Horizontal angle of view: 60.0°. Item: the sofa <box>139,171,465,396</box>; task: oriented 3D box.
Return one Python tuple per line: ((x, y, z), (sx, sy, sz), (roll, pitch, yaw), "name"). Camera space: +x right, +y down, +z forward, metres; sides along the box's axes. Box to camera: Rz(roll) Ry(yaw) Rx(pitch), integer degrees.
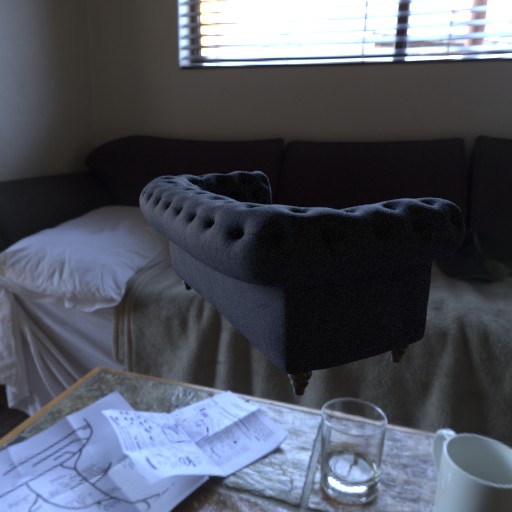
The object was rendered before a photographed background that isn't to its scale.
((0.000, 0.000, 2.566), (1.082, 0.833, 1.988), (-7, 17, -26), "sofa")
